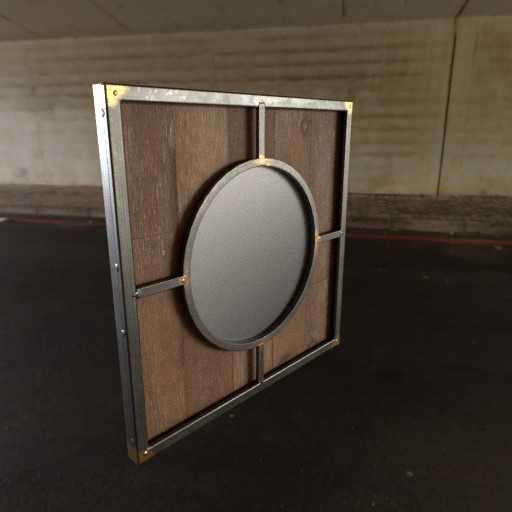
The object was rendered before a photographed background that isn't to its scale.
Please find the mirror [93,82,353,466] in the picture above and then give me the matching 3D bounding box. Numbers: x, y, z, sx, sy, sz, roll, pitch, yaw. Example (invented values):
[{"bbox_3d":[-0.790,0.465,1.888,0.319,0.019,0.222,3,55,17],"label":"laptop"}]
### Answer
[{"bbox_3d":[0.000,0.000,0.555,0.020,0.381,0.382,15,22,41],"label":"mirror"}]
